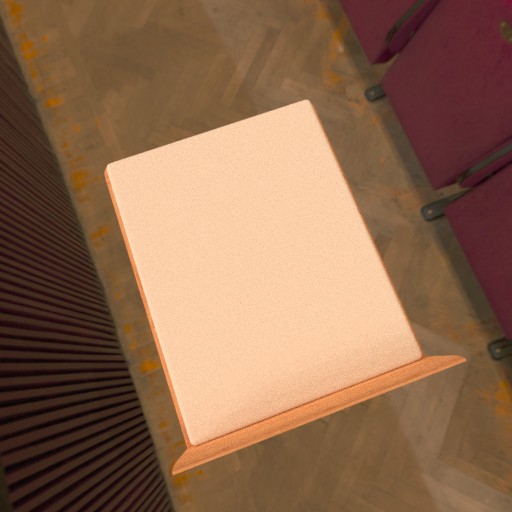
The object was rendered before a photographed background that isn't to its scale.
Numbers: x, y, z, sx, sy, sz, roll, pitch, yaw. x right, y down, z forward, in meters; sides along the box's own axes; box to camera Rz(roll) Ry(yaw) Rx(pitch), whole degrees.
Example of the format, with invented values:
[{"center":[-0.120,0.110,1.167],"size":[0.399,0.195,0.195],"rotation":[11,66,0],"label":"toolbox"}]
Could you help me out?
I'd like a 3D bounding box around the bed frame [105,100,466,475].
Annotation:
[{"center":[0.000,0.000,3.015],"size":[1.660,0.940,2.092],"rotation":[-19,77,-5],"label":"bed frame"}]
